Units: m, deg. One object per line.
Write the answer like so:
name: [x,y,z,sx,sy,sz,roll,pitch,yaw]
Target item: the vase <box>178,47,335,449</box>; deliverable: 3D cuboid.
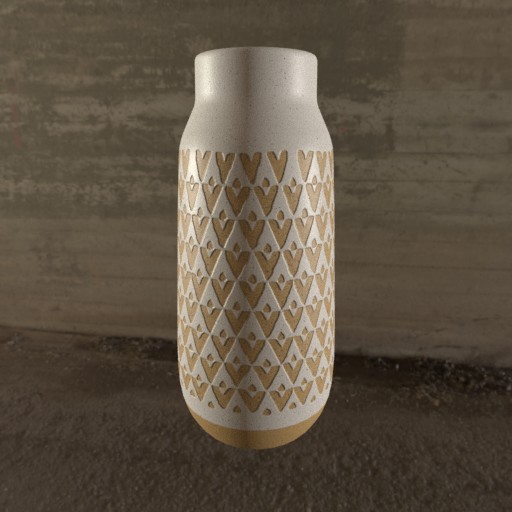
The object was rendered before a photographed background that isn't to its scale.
vase: [0.000,0.000,0.371,0.137,0.307,0.137,0,16,0]
